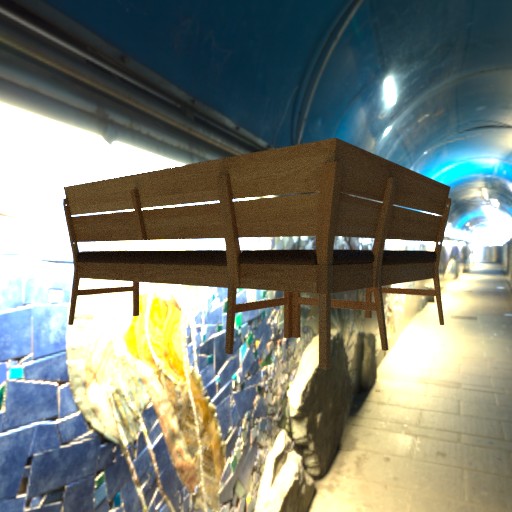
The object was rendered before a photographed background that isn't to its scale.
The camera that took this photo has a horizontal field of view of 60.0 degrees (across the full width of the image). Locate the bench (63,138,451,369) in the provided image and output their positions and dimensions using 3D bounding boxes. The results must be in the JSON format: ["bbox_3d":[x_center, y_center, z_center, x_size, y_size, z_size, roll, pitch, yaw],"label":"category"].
[{"bbox_3d":[0.000,0.000,2.827,1.975,0.890,1.549,0,1,37],"label":"bench"}]
